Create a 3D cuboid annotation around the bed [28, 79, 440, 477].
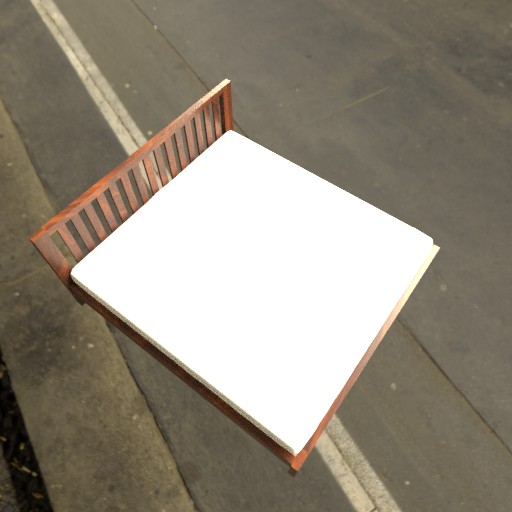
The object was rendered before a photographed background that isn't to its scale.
[{"bbox_3d":[0.000,0.000,3.148,2.030,0.890,1.905,33,63,19],"label":"bed"}]
